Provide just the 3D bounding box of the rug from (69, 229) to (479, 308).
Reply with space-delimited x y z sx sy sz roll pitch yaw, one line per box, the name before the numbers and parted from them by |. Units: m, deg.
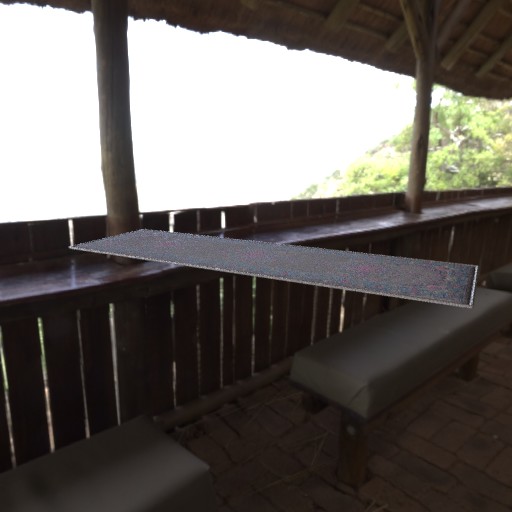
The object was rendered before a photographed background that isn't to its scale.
rug | 0.000 0.000 2.036 1.827 0.012 0.553 7 16 27
